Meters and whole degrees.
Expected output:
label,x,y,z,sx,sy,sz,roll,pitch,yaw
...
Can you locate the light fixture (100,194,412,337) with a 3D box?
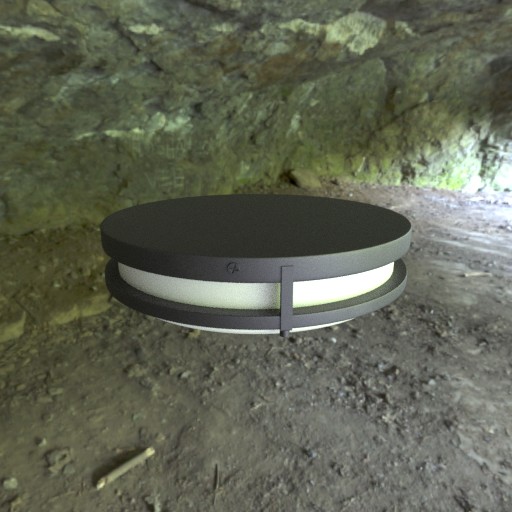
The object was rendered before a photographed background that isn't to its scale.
label,x,y,z,sx,sy,sz,roll,pitch,yaw
light fixture,0.000,0.000,0.545,0.356,0.102,0.356,0,16,0
